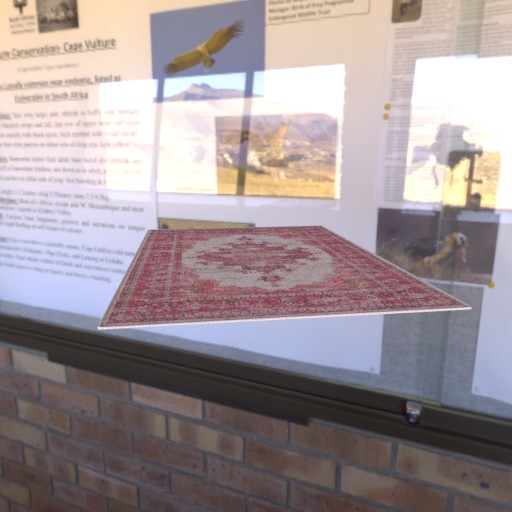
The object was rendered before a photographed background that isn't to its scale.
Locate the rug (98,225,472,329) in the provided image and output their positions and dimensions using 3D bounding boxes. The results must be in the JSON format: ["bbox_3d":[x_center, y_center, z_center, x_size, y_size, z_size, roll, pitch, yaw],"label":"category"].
[{"bbox_3d":[0.000,0.000,3.694,2.005,0.014,2.878,-2,13,-8],"label":"rug"}]
